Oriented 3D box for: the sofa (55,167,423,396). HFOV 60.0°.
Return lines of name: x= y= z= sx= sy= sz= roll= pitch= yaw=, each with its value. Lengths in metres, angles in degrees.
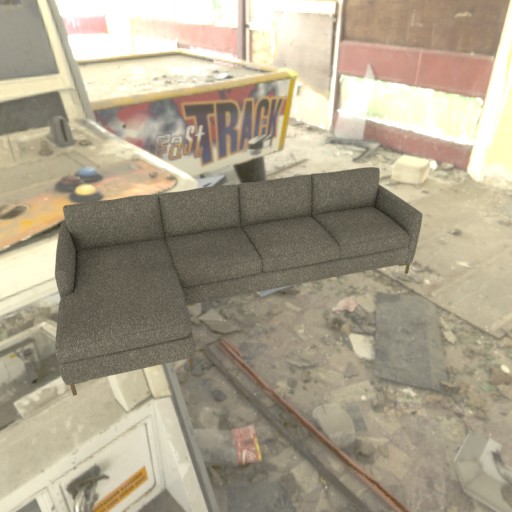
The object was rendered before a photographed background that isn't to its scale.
sofa: x=0.000 y=0.000 z=3.500 sx=2.932 sy=0.810 sz=1.350 roll=-10 pitch=32 yaw=-16
